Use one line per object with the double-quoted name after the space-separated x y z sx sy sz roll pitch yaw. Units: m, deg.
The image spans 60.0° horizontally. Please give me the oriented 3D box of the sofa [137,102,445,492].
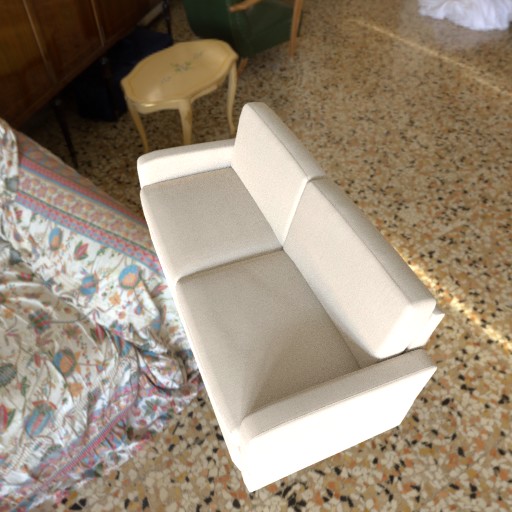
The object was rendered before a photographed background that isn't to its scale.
0.000 0.000 2.257 0.894 0.831 1.808 -17 49 -15 "sofa"
